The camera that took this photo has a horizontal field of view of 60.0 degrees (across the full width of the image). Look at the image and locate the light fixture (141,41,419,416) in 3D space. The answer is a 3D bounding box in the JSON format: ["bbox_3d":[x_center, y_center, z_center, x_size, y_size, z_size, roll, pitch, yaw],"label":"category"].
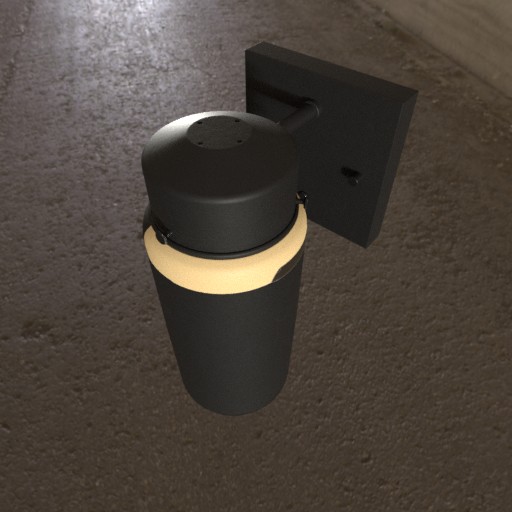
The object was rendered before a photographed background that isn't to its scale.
[{"bbox_3d":[0.000,0.000,0.361,0.130,0.257,0.176,31,54,26],"label":"light fixture"}]
